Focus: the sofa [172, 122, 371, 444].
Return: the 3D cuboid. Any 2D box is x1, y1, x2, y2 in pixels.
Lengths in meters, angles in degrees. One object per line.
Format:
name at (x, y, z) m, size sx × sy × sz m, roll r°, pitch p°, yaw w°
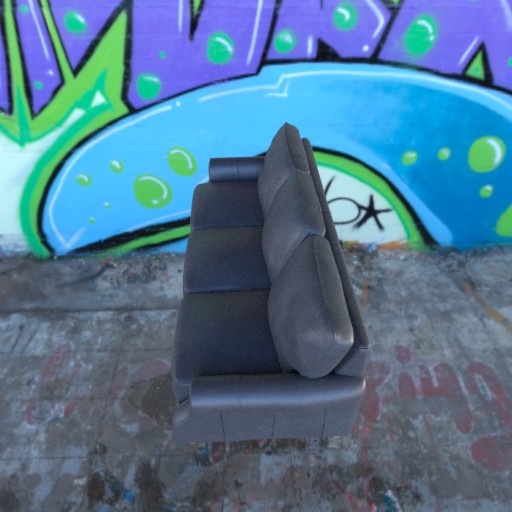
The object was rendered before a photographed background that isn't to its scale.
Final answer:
sofa at (0.000, 0.000, 2.986) m, size 0.974 × 0.977 × 2.387 m, roll -2°, pitch 40°, yaw -2°
